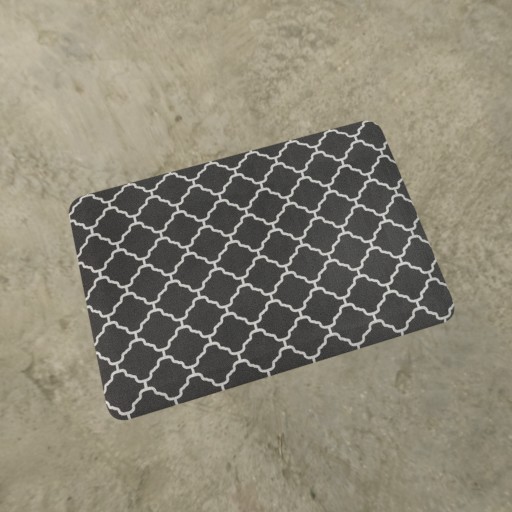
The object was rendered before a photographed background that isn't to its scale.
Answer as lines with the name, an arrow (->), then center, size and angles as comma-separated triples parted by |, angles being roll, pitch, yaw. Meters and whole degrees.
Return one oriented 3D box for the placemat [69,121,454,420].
placemat -> 0.000, 0.000, 0.978 | 0.762, 0.021, 0.508 | -16, 75, -4
